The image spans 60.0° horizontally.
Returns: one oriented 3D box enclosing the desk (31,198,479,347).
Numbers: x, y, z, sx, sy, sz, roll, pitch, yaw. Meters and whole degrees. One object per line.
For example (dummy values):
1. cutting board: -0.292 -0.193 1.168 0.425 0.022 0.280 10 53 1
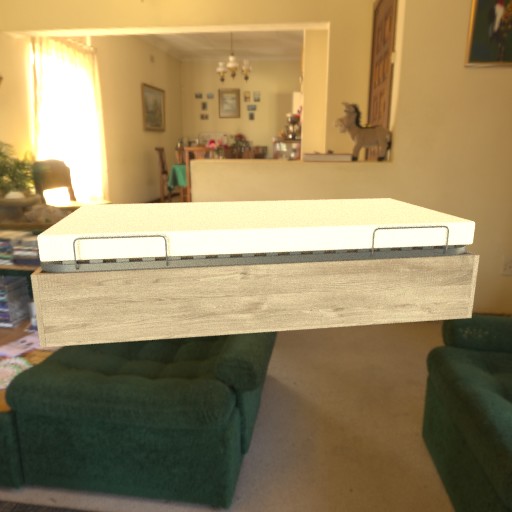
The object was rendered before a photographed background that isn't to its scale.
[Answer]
1. desk: 0.000 0.000 2.288 1.900 0.455 0.900 -2 15 -9
